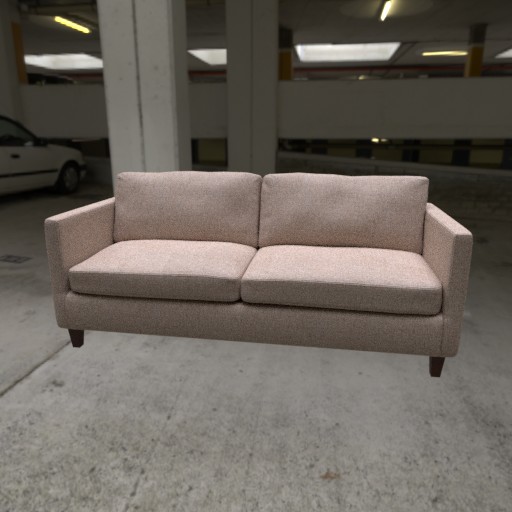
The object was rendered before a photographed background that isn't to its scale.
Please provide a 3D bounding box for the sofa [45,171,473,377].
[{"bbox_3d":[0.000,0.000,2.704,2.208,0.965,0.951,3,16,9],"label":"sofa"}]
